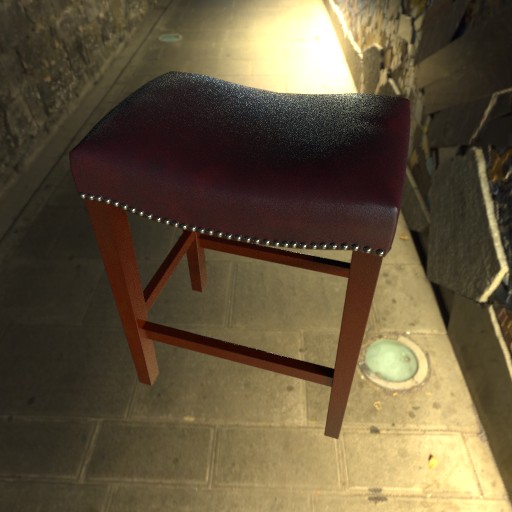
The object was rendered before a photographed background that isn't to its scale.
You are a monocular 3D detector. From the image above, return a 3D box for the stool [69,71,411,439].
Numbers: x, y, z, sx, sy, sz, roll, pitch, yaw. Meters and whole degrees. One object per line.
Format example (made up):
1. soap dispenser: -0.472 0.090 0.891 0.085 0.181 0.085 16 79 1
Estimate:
1. stool: 0.000 0.000 0.948 0.504 0.657 0.372 12 43 13
